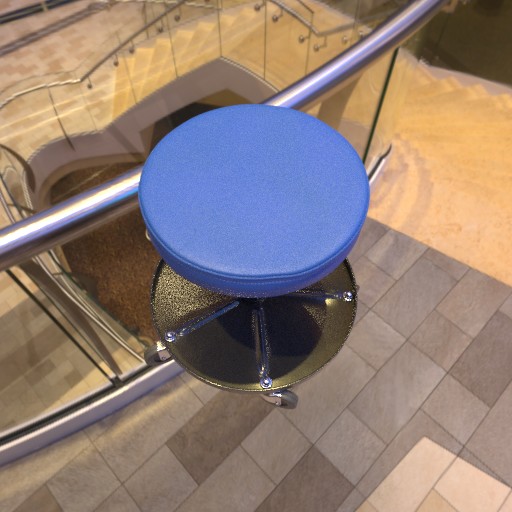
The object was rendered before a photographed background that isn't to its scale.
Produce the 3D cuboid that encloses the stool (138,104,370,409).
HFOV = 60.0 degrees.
[{"bbox_3d":[0.000,0.000,0.676,0.381,0.365,0.382,0,58,0],"label":"stool"}]
